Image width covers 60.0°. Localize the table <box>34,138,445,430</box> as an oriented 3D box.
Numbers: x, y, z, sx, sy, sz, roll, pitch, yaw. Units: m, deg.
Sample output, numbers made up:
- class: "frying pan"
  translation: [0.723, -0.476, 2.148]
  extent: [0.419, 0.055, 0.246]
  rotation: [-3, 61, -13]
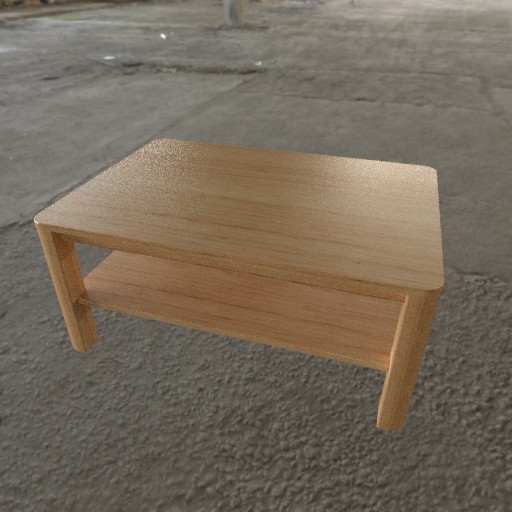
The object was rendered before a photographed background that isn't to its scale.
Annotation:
- class: "table"
  translation: [0.000, 0.000, 1.391]
  extent: [0.997, 0.445, 0.696]
  rotation: [10, 34, 15]
